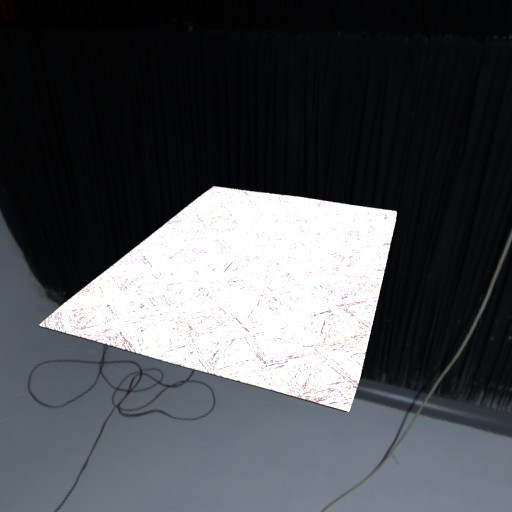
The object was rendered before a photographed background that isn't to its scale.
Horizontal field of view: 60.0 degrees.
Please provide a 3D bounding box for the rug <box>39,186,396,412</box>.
[{"bbox_3d":[0.000,0.000,4.378,2.436,0.024,3.226,10,31,18],"label":"rug"}]
